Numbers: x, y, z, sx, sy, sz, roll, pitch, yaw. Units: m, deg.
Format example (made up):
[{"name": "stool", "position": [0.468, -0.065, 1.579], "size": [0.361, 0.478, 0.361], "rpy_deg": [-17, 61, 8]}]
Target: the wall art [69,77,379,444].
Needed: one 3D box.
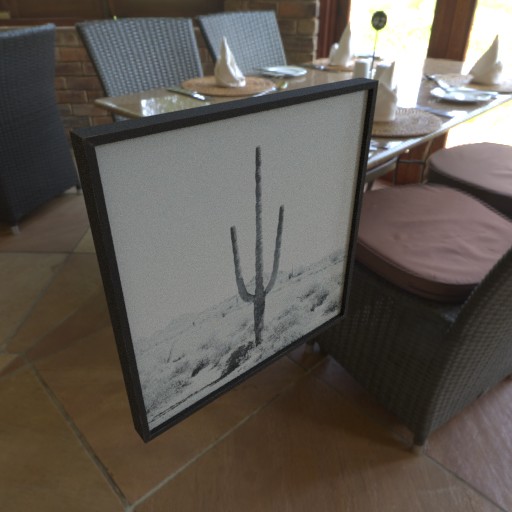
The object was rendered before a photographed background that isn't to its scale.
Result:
[{"name": "wall art", "position": [0.000, 0.000, 0.749], "size": [0.508, 0.508, 0.038], "rpy_deg": [-24, 39, -33]}]
